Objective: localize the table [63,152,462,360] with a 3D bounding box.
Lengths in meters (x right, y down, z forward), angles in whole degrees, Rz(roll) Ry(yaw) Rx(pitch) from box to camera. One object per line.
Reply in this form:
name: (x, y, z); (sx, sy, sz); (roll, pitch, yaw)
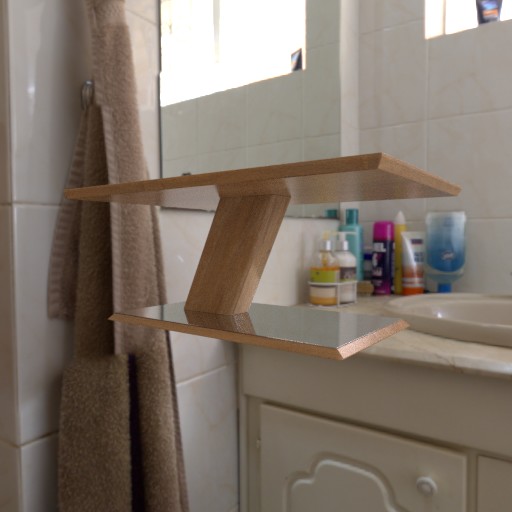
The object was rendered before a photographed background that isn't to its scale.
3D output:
table: (0.000, 0.000, 1.451); (1.100, 0.441, 0.692); (2, 3, 36)
